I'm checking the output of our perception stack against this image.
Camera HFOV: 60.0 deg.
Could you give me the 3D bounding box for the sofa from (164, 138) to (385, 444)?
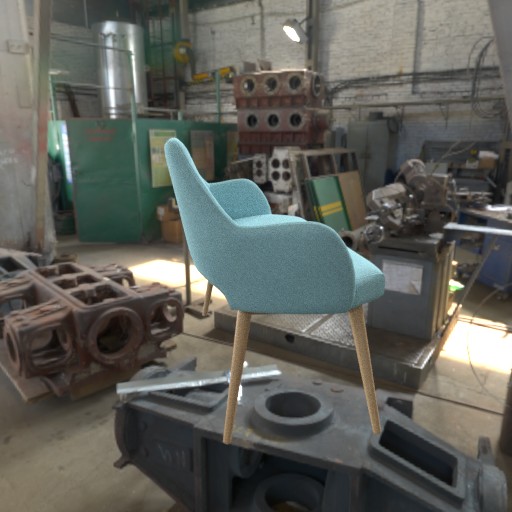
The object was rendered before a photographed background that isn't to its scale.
[{"bbox_3d":[0.000,0.000,1.635,0.610,0.840,1.150,-3,15,-10],"label":"sofa"}]
